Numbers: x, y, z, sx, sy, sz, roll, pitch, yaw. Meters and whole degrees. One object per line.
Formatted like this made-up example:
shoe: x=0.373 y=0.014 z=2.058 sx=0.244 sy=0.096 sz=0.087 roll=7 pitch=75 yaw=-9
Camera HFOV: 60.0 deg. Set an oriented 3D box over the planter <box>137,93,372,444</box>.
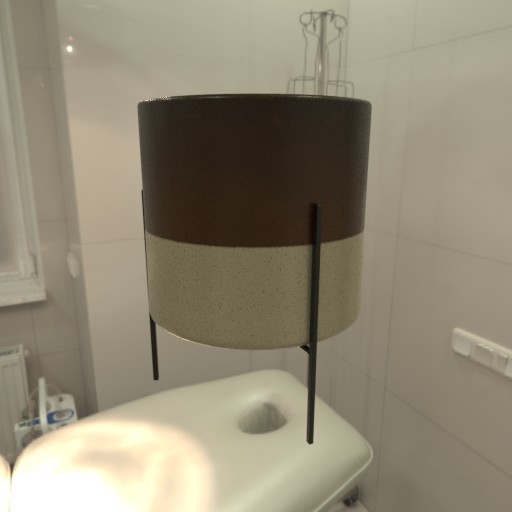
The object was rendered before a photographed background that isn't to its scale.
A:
planter: x=0.000 y=0.000 z=0.719 sx=0.345 sy=0.465 sz=0.354 roll=-7 pitch=16 yaw=-25
